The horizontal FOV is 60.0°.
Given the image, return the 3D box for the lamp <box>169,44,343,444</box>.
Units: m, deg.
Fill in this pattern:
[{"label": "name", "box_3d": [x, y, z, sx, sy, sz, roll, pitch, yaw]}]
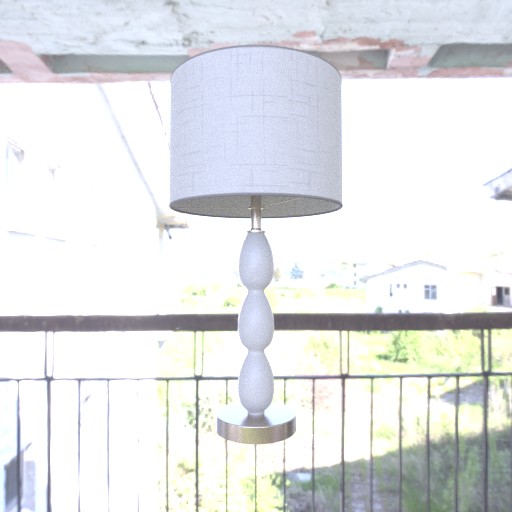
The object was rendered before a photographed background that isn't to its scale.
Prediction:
[{"label": "lamp", "box_3d": [0.000, 0.000, 0.725, 0.280, 0.559, 0.282, 0, -2, 0]}]
